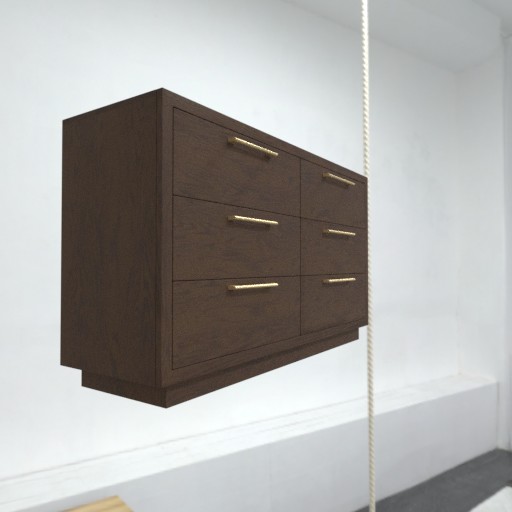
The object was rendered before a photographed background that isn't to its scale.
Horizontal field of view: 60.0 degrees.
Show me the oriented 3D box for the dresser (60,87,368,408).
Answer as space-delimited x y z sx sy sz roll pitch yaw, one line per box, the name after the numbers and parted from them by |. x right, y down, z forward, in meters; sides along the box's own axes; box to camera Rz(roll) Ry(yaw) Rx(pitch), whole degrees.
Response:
0.000 0.000 1.945 0.512 0.889 1.523 -1 -1 35 | dresser
